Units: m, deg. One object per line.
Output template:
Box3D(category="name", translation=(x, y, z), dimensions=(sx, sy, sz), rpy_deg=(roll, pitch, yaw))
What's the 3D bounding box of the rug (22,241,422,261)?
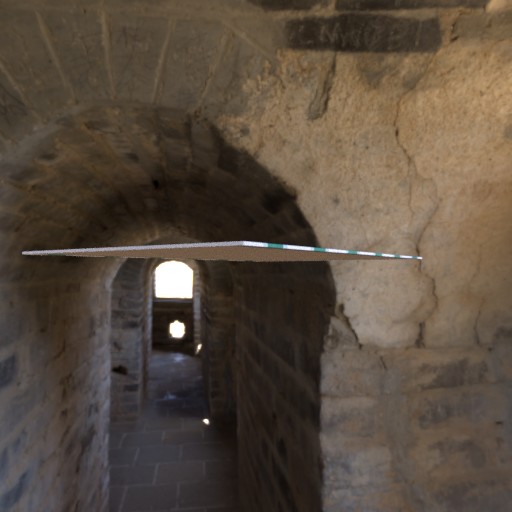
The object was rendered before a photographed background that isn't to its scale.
Box3D(category="rug", translation=(0.000, 0.000, 2.327), dimensions=(1.210, 0.012, 1.829), rpy_deg=(-1, -2, 35))
